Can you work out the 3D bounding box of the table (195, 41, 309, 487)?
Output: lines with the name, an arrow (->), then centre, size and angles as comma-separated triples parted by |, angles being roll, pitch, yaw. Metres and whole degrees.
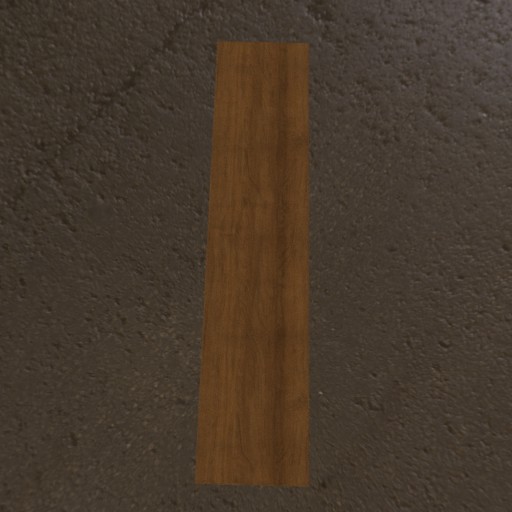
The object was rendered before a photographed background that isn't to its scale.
table -> 0.000, 0.000, 2.085 | 0.425, 0.635, 1.815 | 1, 77, 0
